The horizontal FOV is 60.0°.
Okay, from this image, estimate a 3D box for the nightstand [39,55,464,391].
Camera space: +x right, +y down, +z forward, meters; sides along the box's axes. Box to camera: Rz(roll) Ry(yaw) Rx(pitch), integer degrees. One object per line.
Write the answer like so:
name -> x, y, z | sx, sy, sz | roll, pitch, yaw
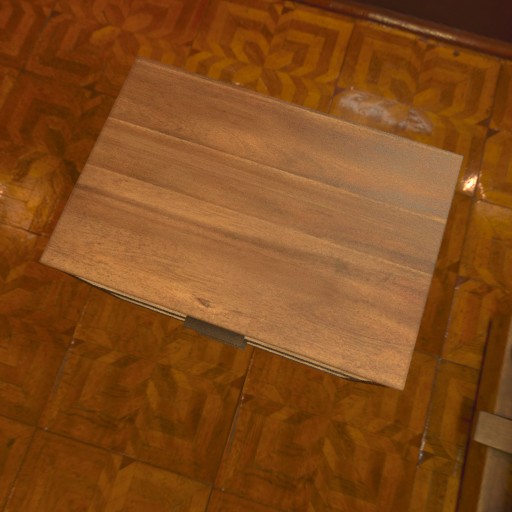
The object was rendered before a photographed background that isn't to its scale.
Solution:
nightstand -> 0.000, 0.000, 1.029 | 0.605, 0.611, 0.427 | 19, 77, 5
